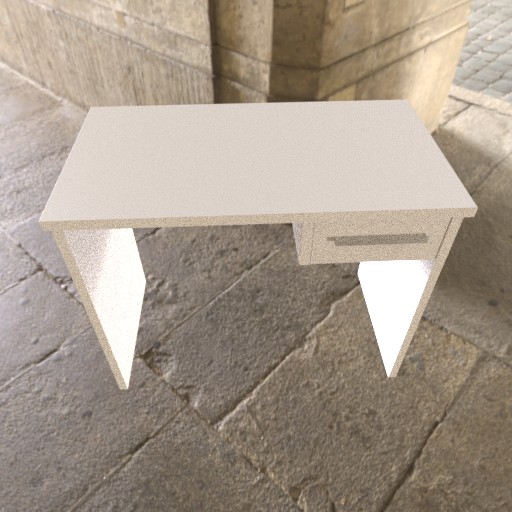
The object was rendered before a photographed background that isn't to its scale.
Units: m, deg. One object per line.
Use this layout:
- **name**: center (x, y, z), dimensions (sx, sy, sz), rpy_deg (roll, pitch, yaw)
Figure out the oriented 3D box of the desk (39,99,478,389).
- **desk**: center (0.000, 0.000, 1.338), dimensions (0.900, 0.729, 0.498), rpy_deg (-2, 45, -2)
